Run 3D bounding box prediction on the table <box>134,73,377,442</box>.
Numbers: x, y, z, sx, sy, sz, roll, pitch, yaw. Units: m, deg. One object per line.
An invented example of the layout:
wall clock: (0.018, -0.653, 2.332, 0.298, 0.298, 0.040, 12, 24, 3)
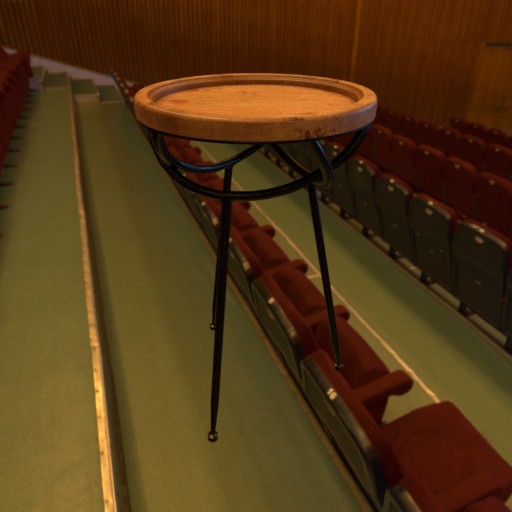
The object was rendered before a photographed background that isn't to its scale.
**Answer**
table: (0.000, 0.000, 0.933, 0.414, 0.664, 0.418, -11, 32, -18)
